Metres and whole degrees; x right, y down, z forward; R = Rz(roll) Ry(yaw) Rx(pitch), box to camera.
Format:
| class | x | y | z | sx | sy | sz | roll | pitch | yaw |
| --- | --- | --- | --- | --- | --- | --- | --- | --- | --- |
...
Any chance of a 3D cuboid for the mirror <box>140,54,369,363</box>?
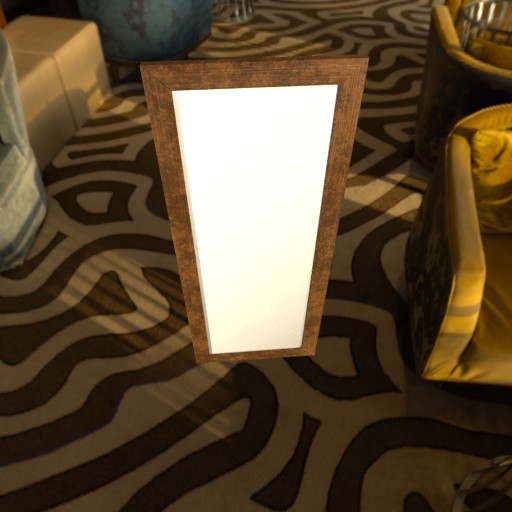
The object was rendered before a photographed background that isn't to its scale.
| class | x | y | z | sx | sy | sz | roll | pitch | yaw |
| --- | --- | --- | --- | --- | --- | --- | --- | --- | --- |
| mirror | 0.000 | 0.000 | 2.313 | 0.812 | 2.031 | 0.032 | -3 | 47 | -3 |
